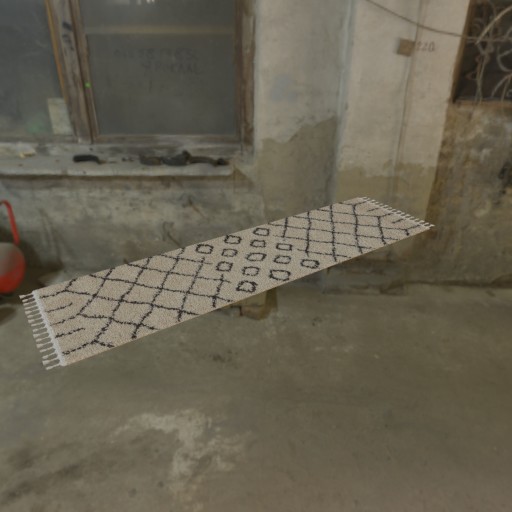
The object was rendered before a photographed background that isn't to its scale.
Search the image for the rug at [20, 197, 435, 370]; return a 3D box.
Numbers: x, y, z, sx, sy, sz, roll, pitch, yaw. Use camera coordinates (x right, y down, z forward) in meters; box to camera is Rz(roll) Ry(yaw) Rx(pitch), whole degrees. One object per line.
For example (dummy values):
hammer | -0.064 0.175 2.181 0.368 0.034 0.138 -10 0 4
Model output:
rug | 0.000 0.000 2.616 2.464 0.005 0.660 -18 34 -29
